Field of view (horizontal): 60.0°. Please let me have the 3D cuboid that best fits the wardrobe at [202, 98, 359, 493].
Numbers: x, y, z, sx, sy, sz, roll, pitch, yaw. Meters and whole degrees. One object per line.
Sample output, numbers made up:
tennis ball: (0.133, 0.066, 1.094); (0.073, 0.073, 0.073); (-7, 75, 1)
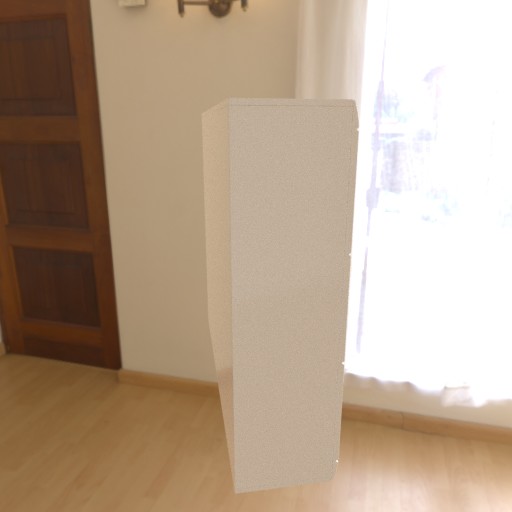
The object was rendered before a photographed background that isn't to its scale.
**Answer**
wardrobe: (0.000, 0.000, 1.906); (0.360, 1.200, 1.340); (-3, 16, -9)
